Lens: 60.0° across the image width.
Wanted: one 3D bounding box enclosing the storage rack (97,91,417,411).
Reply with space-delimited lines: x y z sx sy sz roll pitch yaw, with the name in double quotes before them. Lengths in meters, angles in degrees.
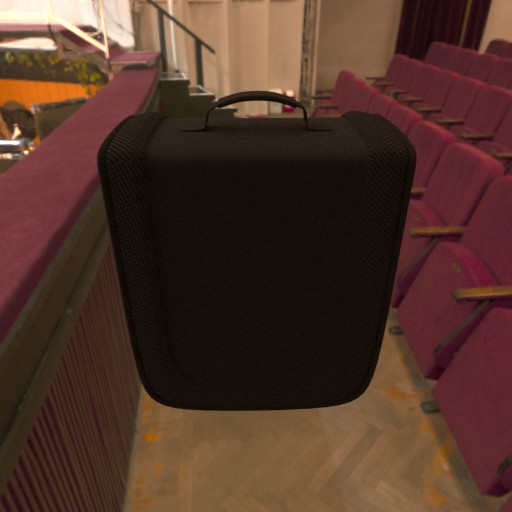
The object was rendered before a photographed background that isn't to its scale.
"storage rack" 0.000 0.000 0.551 0.297 0.387 0.168 -1 30 -1
